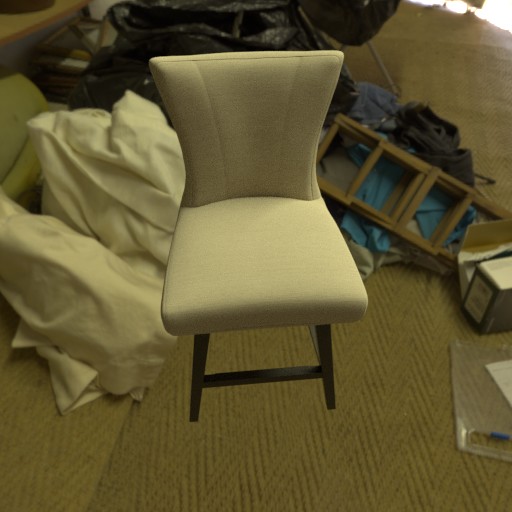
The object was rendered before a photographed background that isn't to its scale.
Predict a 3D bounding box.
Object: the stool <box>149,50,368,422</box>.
[{"bbox_3d":[0.000,0.000,1.325,0.514,1.000,0.574,-4,46,-4],"label":"stool"}]
